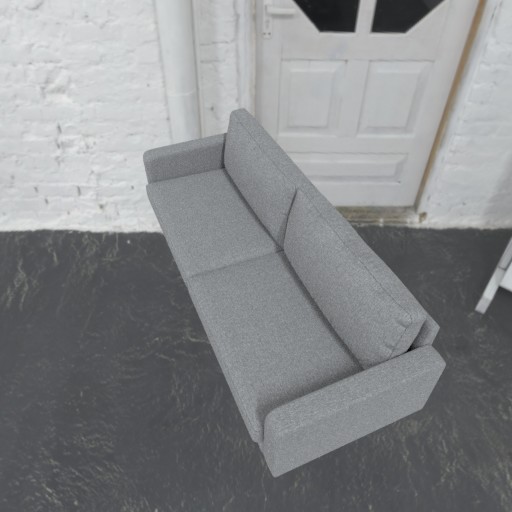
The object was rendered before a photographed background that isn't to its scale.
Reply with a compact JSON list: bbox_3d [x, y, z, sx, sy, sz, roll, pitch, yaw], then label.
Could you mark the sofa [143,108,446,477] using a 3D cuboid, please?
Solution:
[{"bbox_3d":[0.000,0.000,2.638,0.880,0.880,2.200,-17,47,-16],"label":"sofa"}]
